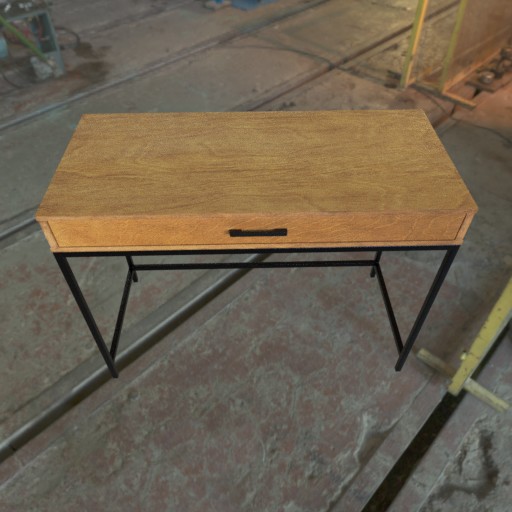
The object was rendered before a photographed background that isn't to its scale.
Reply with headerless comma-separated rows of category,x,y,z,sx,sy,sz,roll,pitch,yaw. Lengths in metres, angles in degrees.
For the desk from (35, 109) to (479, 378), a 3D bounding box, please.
desk,0.000,0.000,1.442,1.016,0.762,0.470,-1,47,-1
